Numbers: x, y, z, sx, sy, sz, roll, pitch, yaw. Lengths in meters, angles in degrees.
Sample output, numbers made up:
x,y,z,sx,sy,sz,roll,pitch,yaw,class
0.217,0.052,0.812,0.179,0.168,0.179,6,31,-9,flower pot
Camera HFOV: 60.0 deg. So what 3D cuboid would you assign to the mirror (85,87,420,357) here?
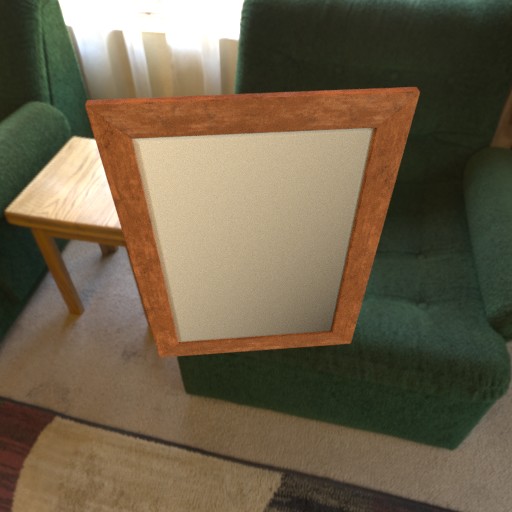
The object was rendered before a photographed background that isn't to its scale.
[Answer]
x,y,z,sx,sy,sz,roll,pitch,yaw,class
0.000,0.000,1.451,0.796,1.099,0.028,-3,46,-3,mirror
